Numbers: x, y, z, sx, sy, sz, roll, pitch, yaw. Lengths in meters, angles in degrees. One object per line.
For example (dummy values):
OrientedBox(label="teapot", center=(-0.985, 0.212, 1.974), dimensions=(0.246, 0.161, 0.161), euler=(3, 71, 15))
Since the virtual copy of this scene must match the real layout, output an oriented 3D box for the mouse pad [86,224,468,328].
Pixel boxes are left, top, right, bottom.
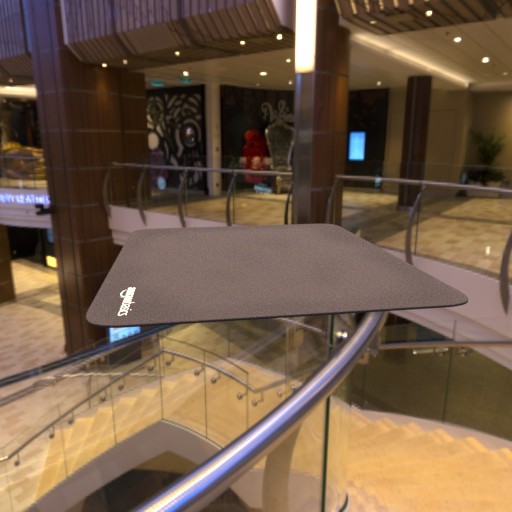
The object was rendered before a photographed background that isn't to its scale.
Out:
OrientedBox(label="mouse pad", center=(0.000, 0.000, 0.438), dimensions=(0.269, 0.002, 0.315), euler=(-2, 15, -9))
